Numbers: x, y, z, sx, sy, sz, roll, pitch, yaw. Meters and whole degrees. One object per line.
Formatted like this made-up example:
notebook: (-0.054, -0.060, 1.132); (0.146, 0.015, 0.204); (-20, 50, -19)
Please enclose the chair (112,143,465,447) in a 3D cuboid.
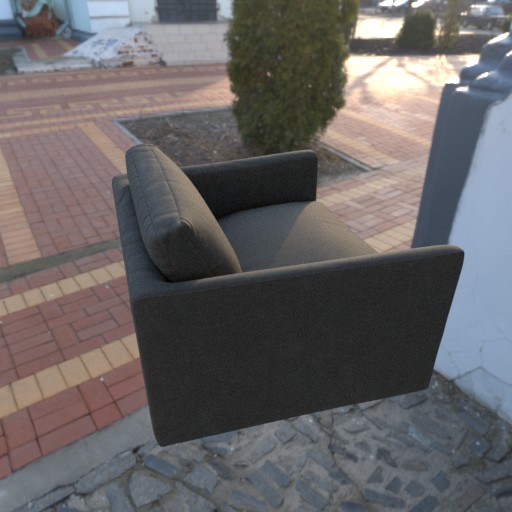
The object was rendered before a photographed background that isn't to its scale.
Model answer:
chair: (0.000, 0.000, 1.891); (1.091, 0.845, 1.190); (-10, 31, -16)
